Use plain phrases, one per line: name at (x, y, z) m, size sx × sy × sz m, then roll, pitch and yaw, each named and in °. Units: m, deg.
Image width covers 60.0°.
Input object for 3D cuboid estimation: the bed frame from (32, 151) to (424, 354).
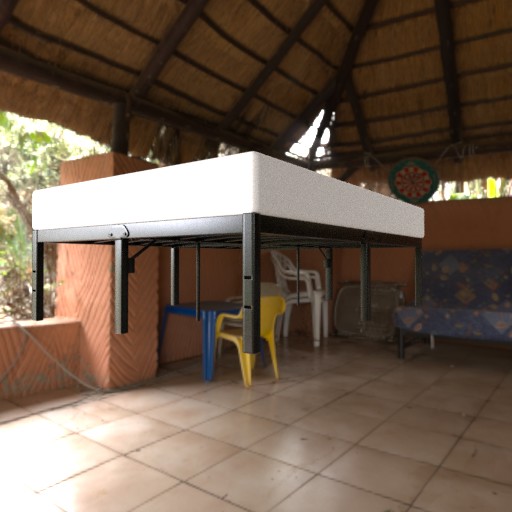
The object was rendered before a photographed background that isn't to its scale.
bed frame at (0.000, 0.000, 2.618) m, size 1.408 × 0.659 × 1.956 m, roll 0°, pitch -1°, yaw 36°
